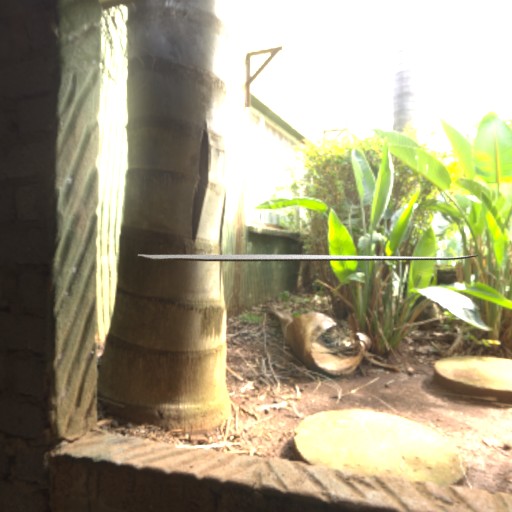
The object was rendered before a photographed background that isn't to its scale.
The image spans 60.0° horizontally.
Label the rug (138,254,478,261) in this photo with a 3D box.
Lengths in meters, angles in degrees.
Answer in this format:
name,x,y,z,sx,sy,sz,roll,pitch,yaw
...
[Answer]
name,x,y,z,sx,sy,sz,roll,pitch,yaw
rug,0.000,0.000,2.462,1.214,0.023,1.947,0,1,-17
